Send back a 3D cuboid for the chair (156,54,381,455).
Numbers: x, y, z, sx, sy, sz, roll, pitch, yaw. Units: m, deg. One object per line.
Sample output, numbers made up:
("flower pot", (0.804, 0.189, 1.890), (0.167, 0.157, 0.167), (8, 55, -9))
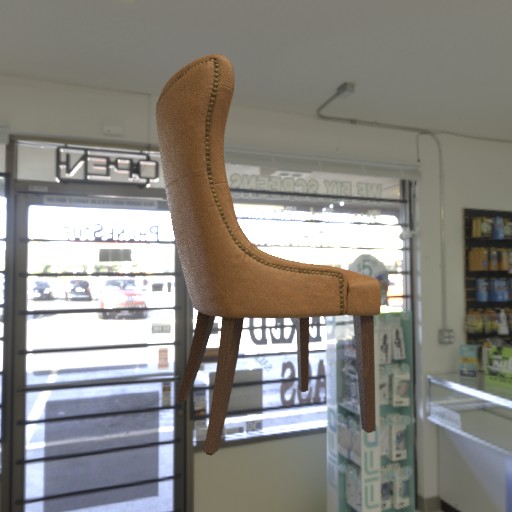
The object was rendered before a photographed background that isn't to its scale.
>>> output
("chair", (0.000, 0.000, 1.493), (0.669, 1.065, 0.611), (1, -3, -18))
